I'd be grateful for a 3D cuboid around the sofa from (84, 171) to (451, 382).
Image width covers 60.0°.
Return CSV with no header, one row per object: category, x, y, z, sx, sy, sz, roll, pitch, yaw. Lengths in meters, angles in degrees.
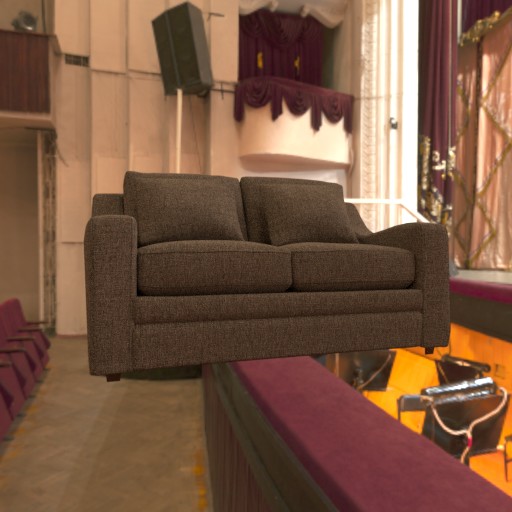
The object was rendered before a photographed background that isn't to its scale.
sofa,0.000,0.000,2.476,1.778,0.991,1.120,0,1,-18
